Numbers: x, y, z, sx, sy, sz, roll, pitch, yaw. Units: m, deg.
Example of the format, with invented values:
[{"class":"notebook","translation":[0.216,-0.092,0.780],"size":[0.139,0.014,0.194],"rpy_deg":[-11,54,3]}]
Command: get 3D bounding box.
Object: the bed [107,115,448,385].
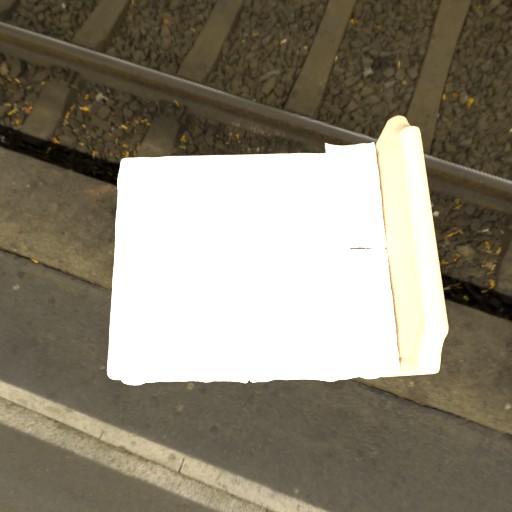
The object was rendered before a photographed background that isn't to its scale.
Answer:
[{"class":"bed","translation":[0.000,0.000,3.854],"size":[2.548,1.524,2.134],"rpy_deg":[-1,74,0]}]
